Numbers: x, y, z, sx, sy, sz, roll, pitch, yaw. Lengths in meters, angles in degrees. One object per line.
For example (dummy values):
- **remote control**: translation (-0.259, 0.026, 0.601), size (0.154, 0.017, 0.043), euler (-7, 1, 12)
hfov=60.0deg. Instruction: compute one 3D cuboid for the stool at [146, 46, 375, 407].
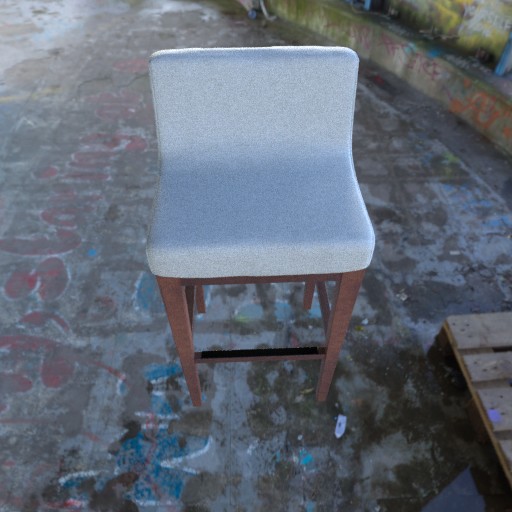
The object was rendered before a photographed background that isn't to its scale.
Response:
- **stool**: translation (0.000, 0.000, 1.312), size (0.511, 1.037, 0.500), euler (-2, 47, -2)
